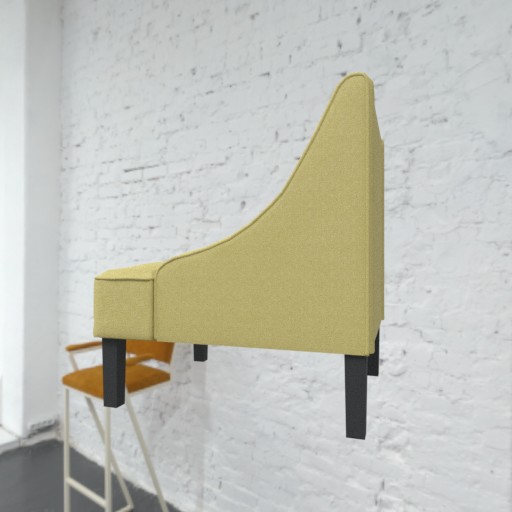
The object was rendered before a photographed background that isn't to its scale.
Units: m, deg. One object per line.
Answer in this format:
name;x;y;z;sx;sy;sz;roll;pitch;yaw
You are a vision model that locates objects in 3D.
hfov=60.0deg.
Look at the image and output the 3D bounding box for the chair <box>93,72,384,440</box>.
chair;0.000;0.000;1.506;0.814;0.896;0.696;0;0;18
